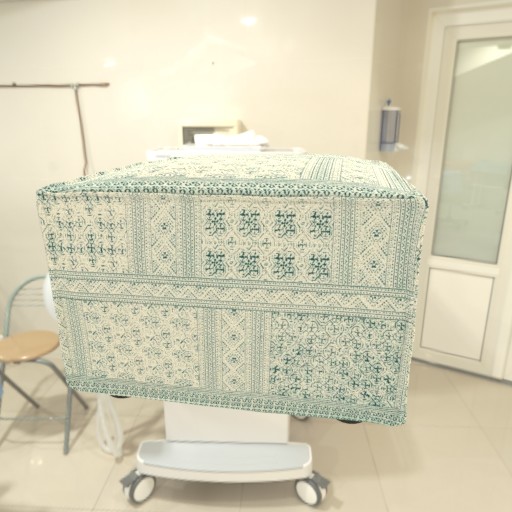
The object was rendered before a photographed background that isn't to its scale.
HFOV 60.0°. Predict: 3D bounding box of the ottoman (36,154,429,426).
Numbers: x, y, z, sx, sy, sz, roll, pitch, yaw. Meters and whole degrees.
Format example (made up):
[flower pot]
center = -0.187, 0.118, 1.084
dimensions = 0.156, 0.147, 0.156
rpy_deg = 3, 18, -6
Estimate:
[ottoman]
center = 0.000, 0.000, 1.001
dimensions = 0.626, 0.439, 0.617
rpy_deg = 3, 17, 9
